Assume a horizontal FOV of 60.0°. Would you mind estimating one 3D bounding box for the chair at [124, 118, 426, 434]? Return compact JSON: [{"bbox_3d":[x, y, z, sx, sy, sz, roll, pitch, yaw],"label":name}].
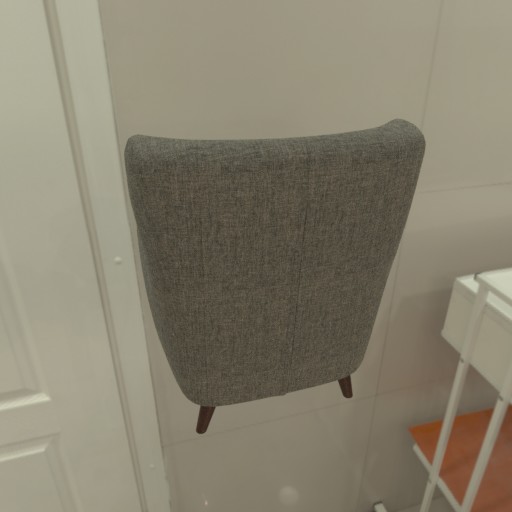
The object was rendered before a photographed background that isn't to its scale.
[{"bbox_3d":[0.000,0.000,1.709,0.878,1.063,0.904,-8,28,-15],"label":"chair"}]
